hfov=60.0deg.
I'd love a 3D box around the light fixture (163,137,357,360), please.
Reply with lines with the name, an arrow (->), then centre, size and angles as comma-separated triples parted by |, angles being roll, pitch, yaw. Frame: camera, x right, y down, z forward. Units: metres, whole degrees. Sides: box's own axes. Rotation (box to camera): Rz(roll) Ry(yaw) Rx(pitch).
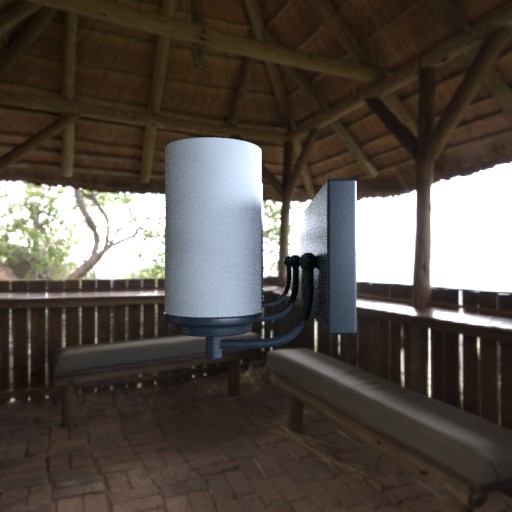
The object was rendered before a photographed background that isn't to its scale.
light fixture -> 0.000, 0.000, 0.524 | 0.145, 0.172, 0.451 | 0, -1, 1
